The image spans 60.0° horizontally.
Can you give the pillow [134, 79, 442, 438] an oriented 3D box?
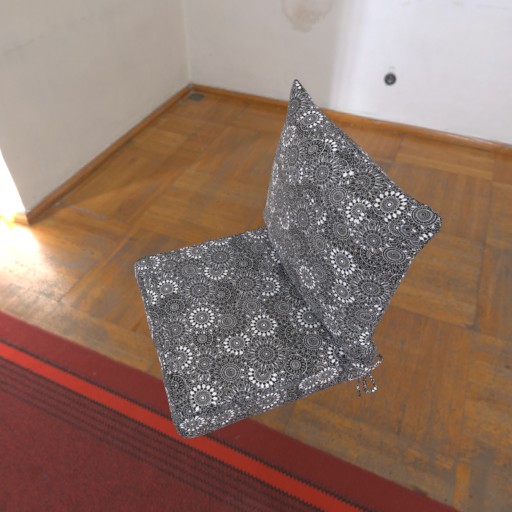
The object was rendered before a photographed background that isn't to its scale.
[{"bbox_3d":[0.000,0.000,1.372,0.740,0.722,0.798,-15,48,-15],"label":"pillow"}]
